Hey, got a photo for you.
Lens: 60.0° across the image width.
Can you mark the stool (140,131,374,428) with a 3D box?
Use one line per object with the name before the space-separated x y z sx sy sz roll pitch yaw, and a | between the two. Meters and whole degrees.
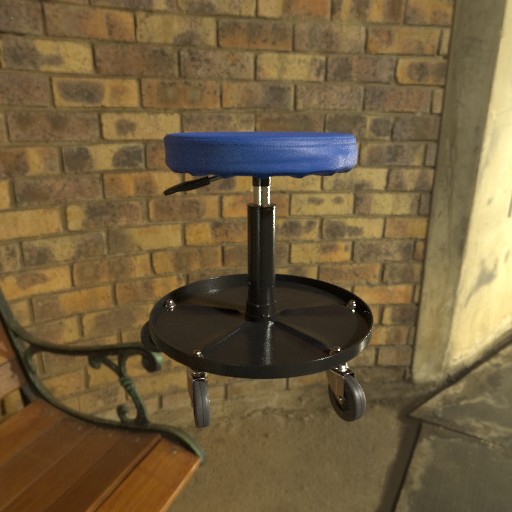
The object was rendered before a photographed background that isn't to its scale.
stool | 0.000 0.000 0.683 0.382 0.365 0.381 -2 17 -7
